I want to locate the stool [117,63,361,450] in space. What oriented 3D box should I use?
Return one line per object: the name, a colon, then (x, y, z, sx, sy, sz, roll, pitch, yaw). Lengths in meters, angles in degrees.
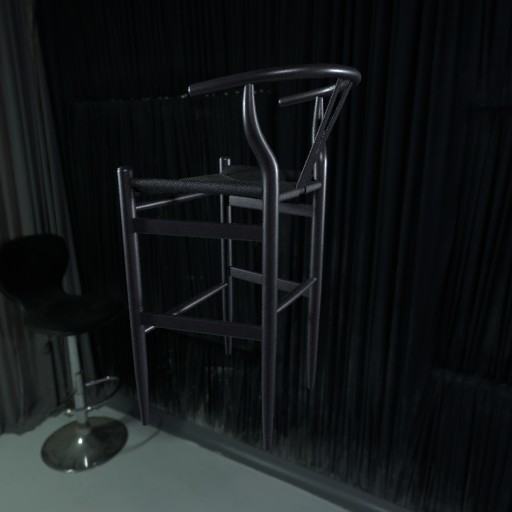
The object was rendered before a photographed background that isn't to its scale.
stool: (0.000, 0.000, 1.399, 0.579, 1.072, 0.569, 8, 18, 26)
